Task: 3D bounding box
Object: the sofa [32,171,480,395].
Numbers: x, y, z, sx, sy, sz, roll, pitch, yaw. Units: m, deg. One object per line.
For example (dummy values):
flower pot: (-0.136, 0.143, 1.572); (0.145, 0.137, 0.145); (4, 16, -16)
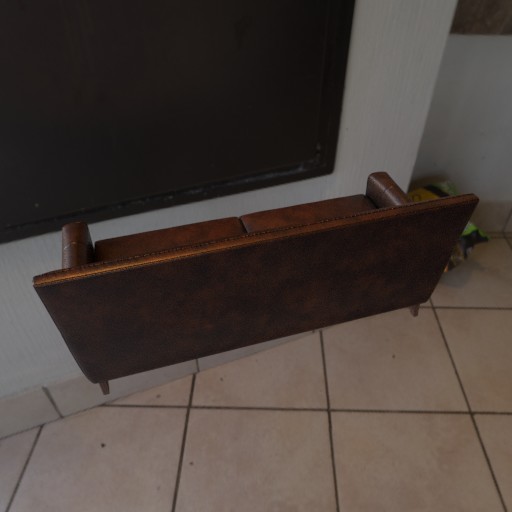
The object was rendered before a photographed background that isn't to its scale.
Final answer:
sofa: (0.000, 0.000, 2.442); (1.995, 0.871, 0.786); (-11, 42, -13)
